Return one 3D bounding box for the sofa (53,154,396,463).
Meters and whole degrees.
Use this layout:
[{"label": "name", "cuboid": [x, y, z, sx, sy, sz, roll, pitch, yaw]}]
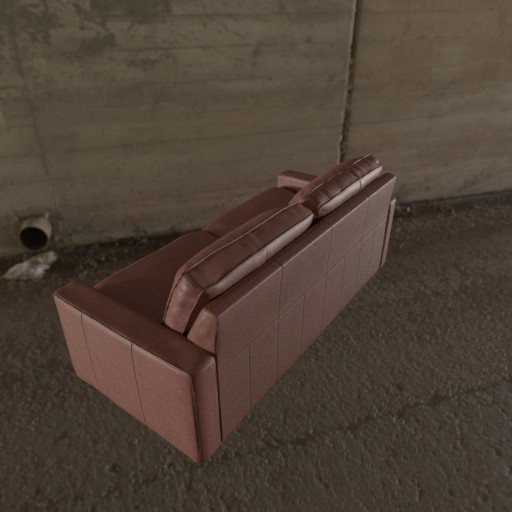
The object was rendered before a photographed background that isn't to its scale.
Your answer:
[{"label": "sofa", "cuboid": [0.000, 0.000, 2.629, 0.940, 0.919, 2.080, 21, 37, 30]}]
